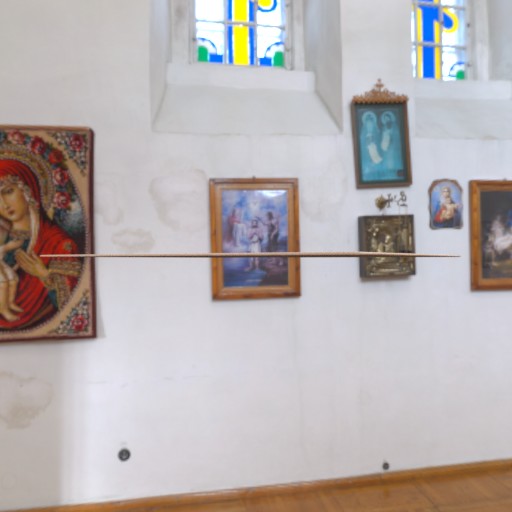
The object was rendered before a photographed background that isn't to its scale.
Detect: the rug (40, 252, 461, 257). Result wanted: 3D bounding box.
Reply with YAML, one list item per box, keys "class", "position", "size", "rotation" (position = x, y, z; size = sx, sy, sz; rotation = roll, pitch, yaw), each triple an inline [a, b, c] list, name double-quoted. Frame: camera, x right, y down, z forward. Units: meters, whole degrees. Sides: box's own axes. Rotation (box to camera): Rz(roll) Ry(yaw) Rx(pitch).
- class: "rug"
  position: [0.000, 0.000, 4.091]
  size: [3.039, 0.018, 2.462]
  rotation: [0, -1, 35]
